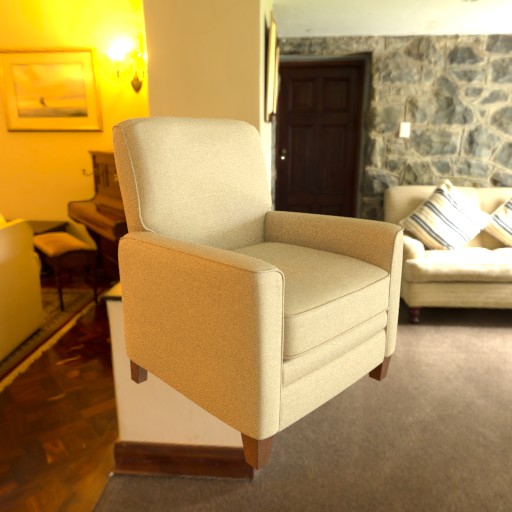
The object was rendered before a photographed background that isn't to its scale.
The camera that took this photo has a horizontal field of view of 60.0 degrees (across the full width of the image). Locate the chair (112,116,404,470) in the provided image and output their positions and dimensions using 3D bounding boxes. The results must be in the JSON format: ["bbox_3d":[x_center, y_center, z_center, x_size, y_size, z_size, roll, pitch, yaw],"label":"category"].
[{"bbox_3d":[0.000,0.000,1.681,0.858,1.023,0.841,14,21,43],"label":"chair"}]
